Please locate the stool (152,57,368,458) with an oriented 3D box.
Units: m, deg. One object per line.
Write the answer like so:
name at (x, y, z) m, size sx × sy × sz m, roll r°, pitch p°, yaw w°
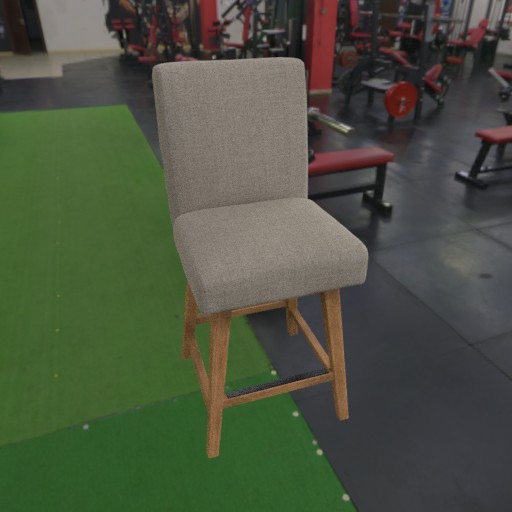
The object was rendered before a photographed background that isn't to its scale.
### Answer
stool at (0.000, 0.000, 1.304) m, size 0.459 × 1.010 × 0.526 m, roll -10°, pitch 32°, yaw -15°
